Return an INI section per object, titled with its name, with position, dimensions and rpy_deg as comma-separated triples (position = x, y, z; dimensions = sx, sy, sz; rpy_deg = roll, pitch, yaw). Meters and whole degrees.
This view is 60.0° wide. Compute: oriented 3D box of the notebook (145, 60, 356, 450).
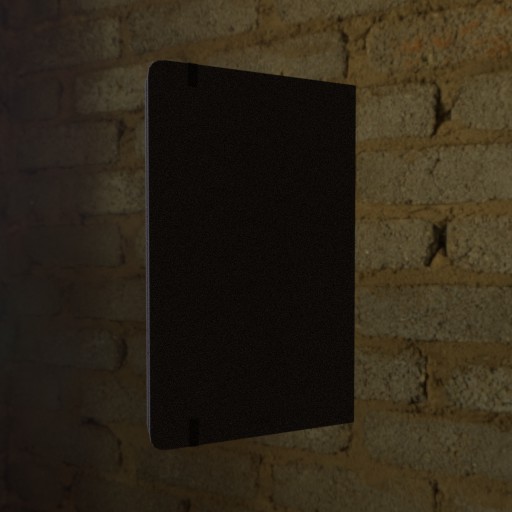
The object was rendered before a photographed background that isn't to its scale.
[notebook]
position = 0.000, 0.000, 0.265
dimensions = 0.127, 0.213, 0.016
rpy_deg = 0, 1, -19
